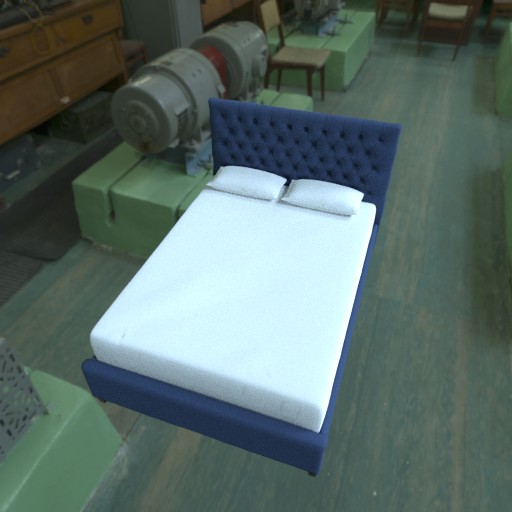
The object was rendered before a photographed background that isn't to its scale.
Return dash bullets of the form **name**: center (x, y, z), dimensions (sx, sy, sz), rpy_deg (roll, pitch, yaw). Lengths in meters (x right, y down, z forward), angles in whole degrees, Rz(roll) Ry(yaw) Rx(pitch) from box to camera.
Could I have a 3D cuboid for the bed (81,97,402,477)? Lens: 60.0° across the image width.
- **bed**: center (0.000, 0.000, 3.434), dimensions (1.706, 1.427, 2.387), rpy_deg (13, 43, 14)
